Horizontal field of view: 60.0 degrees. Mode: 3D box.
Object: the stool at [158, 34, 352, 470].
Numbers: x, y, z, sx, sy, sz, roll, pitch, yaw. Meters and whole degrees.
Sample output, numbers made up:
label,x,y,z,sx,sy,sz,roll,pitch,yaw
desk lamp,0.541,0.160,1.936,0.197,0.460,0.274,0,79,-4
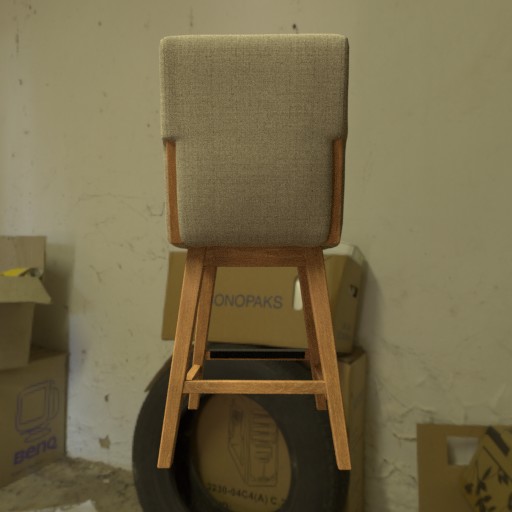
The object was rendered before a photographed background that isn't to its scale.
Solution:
label,x,y,z,sx,sy,sz,roll,pitch,yaw
stool,0.000,0.000,1.249,0.459,1.010,0.526,0,-1,1
